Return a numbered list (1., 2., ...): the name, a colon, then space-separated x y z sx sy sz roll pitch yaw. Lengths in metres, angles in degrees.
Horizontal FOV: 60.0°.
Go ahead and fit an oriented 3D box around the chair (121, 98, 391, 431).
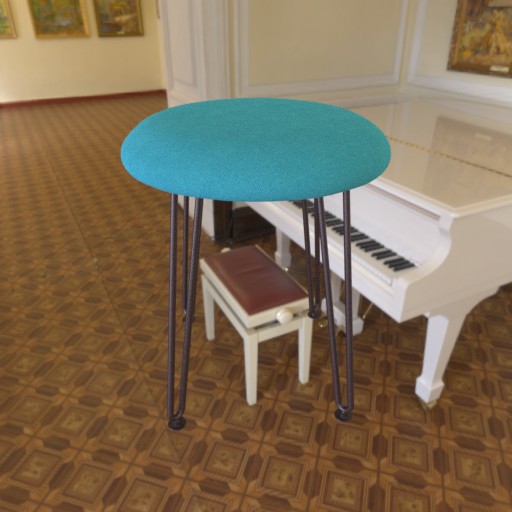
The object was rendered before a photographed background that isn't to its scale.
1. chair: 0.000 0.000 0.678 0.350 0.430 0.350 -8 30 -13
